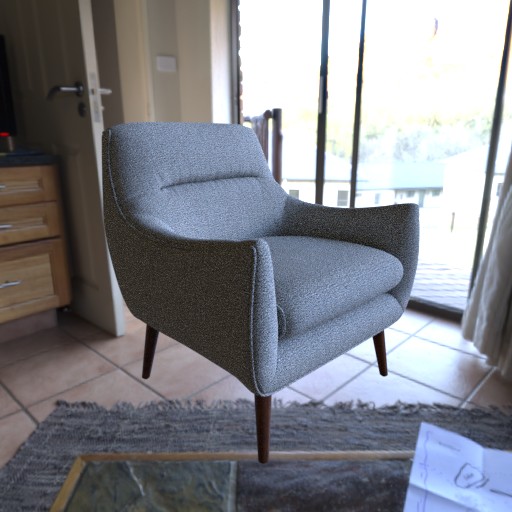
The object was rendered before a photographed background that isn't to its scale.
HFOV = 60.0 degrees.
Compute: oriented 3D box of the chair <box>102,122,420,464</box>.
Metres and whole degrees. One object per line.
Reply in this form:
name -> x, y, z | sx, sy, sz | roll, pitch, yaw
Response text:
chair -> 0.000, 0.000, 1.434 | 0.762, 0.838, 0.787 | -15, 21, -43
